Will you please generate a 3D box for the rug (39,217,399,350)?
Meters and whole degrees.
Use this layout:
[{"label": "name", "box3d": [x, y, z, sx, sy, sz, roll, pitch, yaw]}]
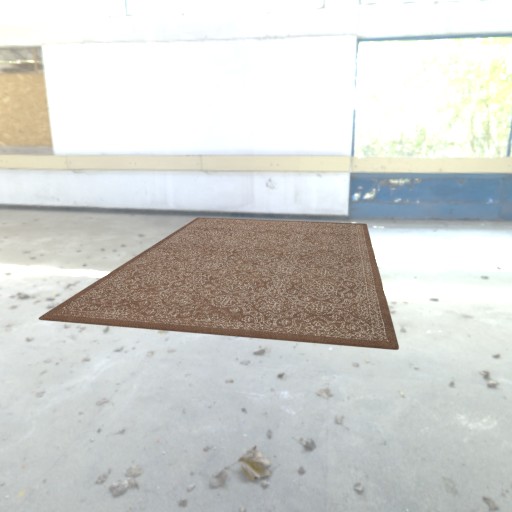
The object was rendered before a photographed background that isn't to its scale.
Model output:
[{"label": "rug", "box3d": [0.000, 0.000, 2.308, 1.219, 0.010, 1.829, 3, 16, 10]}]
